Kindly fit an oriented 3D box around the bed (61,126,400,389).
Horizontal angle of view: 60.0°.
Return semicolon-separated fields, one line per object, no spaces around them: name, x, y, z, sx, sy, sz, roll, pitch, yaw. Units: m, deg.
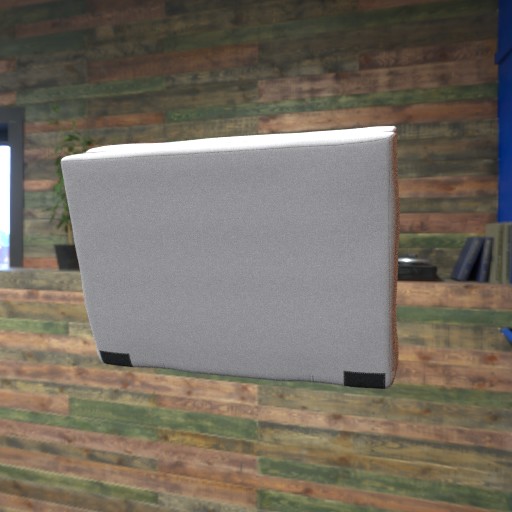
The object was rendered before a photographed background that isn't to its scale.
bed;0.000;0.000;1.306;0.799;0.614;0.749;0;1;17
